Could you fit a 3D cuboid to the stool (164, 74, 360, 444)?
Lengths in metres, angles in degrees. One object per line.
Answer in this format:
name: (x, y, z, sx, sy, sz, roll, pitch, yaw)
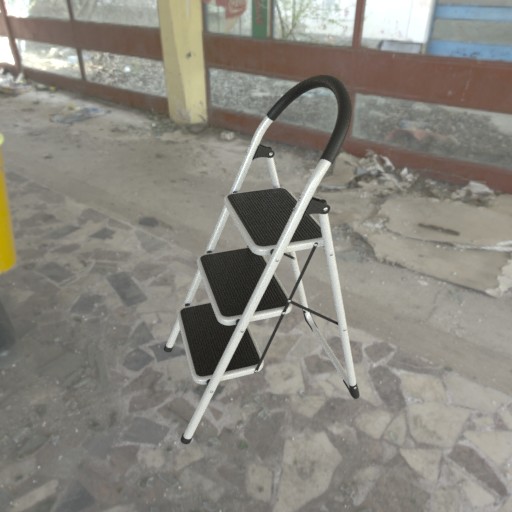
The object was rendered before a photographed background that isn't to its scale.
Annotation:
stool: (0.000, 0.000, 1.482, 0.676, 1.109, 0.485, -9, 34, -14)
